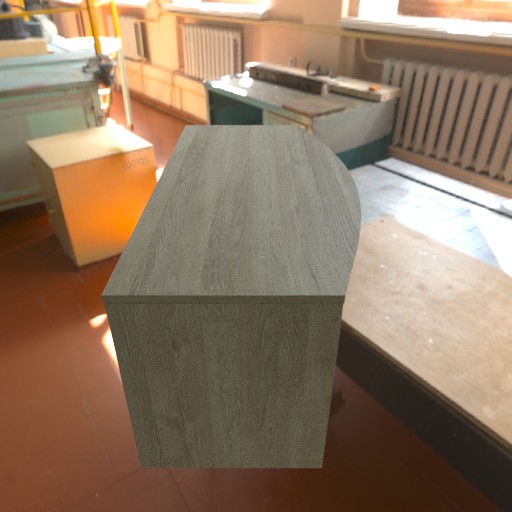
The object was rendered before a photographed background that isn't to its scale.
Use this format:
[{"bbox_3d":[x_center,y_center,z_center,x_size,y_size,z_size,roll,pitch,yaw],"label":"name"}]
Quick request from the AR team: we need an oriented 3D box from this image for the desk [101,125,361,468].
[{"bbox_3d":[0.000,0.000,2.029,0.802,0.752,1.600,0,32,0],"label":"desk"}]
